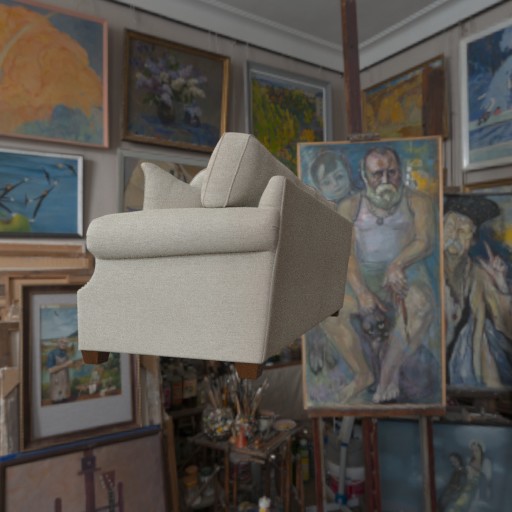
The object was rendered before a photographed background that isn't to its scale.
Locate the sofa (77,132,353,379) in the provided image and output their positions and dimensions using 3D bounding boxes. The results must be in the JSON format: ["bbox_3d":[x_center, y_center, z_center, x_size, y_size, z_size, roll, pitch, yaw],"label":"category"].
[{"bbox_3d":[0.000,0.000,2.816,0.965,0.975,2.312,0,-1,19],"label":"sofa"}]
